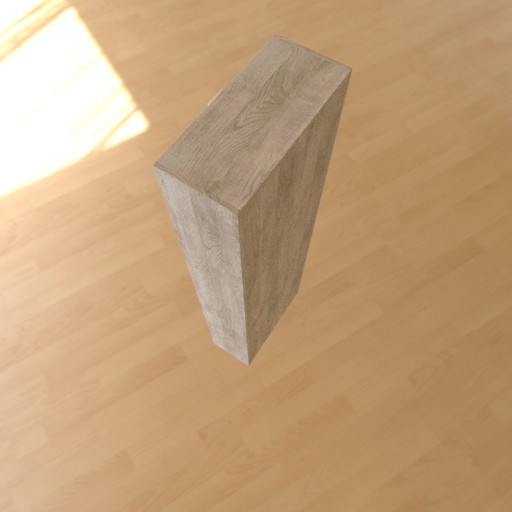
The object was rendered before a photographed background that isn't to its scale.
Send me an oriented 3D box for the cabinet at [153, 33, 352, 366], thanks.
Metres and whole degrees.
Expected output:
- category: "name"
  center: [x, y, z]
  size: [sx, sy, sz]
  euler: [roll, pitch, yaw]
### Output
- category: "cabinet"
  center: [0.000, 0.000, 1.810]
  size: [0.250, 1.630, 0.520]
  euler: [31, 69, 14]
